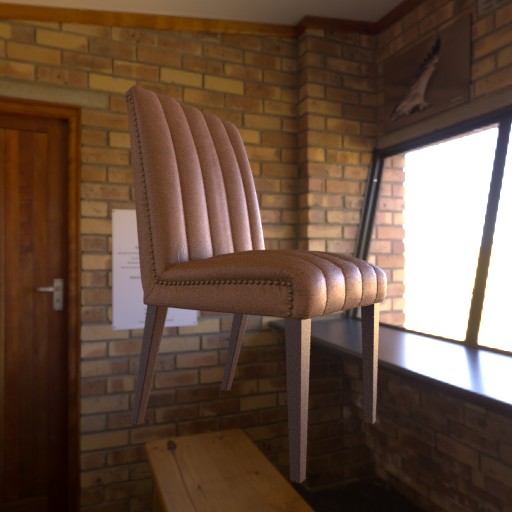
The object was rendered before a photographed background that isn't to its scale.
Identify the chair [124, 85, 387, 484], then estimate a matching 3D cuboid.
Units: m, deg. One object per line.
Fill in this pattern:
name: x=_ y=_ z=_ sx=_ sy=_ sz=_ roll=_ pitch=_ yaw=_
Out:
chair: x=0.000 y=0.000 z=1.332 sx=0.647 sy=1.016 sz=0.511 roll=0 pitch=0 yaw=36
